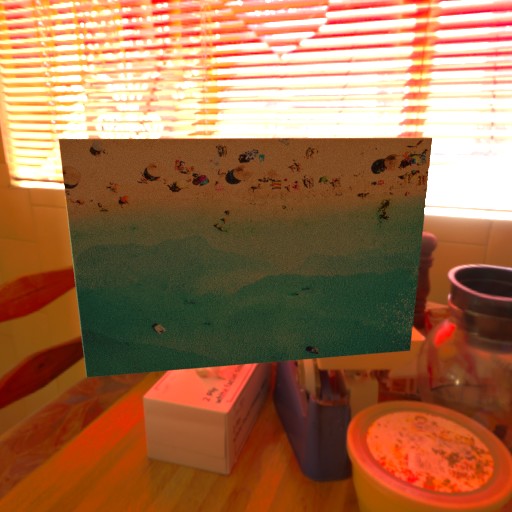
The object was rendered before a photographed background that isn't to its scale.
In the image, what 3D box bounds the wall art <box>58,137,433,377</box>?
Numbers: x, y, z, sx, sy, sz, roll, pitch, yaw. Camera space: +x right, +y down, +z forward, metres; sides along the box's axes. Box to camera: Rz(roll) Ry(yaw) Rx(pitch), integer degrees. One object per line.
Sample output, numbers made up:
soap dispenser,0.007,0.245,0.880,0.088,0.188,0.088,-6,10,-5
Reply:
wall art,0.000,0.000,0.787,0.609,0.406,0.039,-3,16,-9
